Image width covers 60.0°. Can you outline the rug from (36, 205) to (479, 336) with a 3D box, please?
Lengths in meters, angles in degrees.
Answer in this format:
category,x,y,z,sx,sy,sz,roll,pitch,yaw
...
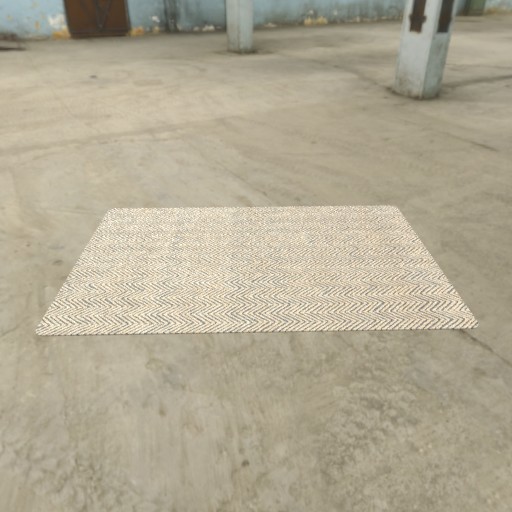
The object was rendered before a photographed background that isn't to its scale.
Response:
category,x,y,z,sx,sy,sz,roll,pitch,yaw
rug,0.000,0.000,2.216,1.752,0.008,1.144,-1,31,-1
